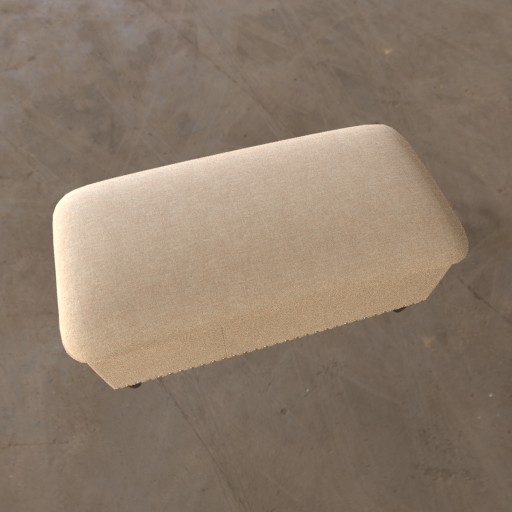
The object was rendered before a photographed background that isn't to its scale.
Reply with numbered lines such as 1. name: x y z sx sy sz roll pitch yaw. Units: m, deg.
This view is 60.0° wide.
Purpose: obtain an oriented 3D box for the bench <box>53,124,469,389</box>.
1. bench: 0.000 0.000 1.249 0.991 0.483 0.483 -14 60 -9
